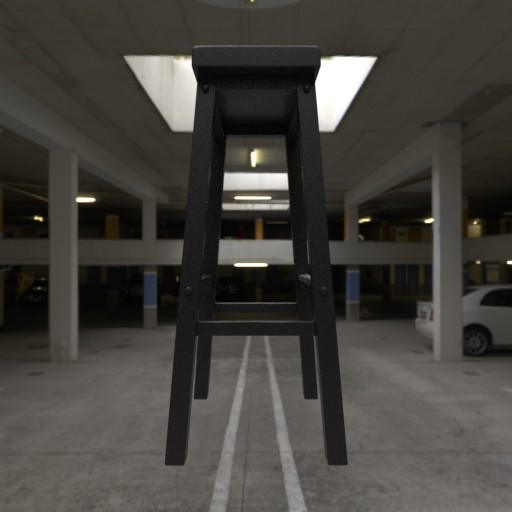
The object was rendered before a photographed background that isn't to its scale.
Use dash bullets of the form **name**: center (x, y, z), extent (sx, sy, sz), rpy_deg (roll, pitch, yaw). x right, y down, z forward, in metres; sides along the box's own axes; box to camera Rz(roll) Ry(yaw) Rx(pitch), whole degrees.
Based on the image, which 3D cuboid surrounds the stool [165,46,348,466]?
- **stool**: center (0.000, 0.000, 0.985), extent (0.322, 0.742, 0.406), rpy_deg (0, -1, 0)
